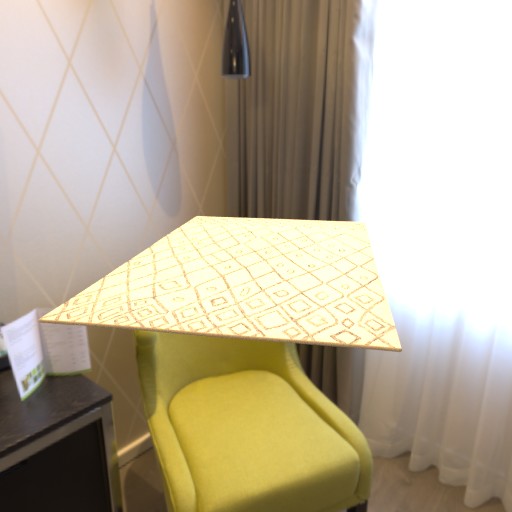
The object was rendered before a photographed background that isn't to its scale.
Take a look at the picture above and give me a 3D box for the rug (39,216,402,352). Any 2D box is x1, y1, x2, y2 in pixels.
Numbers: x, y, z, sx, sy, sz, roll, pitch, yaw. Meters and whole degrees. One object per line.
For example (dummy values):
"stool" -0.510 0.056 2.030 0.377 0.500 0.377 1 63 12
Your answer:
"rug" 0.000 0.000 2.306 1.222 0.015 1.828 3 17 10
